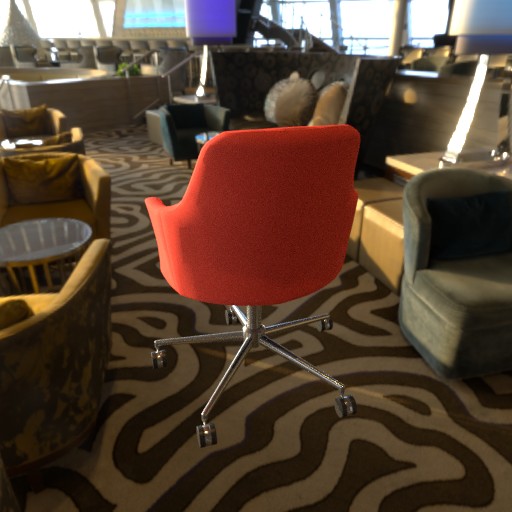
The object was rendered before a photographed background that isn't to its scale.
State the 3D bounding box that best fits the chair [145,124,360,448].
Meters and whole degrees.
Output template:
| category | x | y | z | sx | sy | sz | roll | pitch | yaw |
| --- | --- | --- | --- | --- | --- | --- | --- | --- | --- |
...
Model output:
| category | x | y | z | sx | sy | sz | roll | pitch | yaw |
| --- | --- | --- | --- | --- | --- | --- | --- | --- | --- |
| chair | 0.000 | 0.000 | 1.295 | 0.655 | 0.820 | 0.600 | -8 | 27 | -15 |
